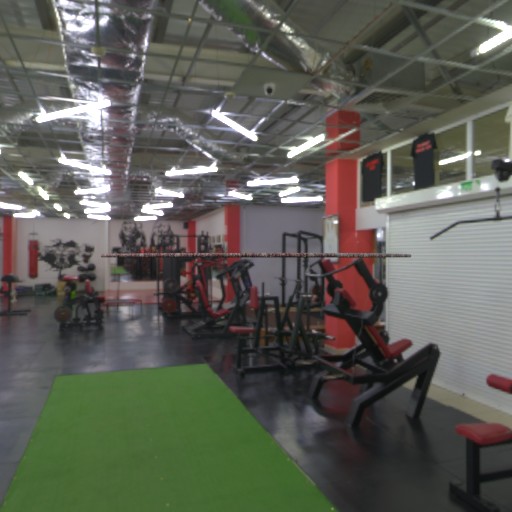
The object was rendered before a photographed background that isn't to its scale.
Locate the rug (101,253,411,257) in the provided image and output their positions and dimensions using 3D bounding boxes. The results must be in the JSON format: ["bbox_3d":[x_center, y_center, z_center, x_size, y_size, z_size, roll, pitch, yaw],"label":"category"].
[{"bbox_3d":[0.000,0.000,2.287,1.514,0.015,1.514,0,0,0],"label":"rug"}]
